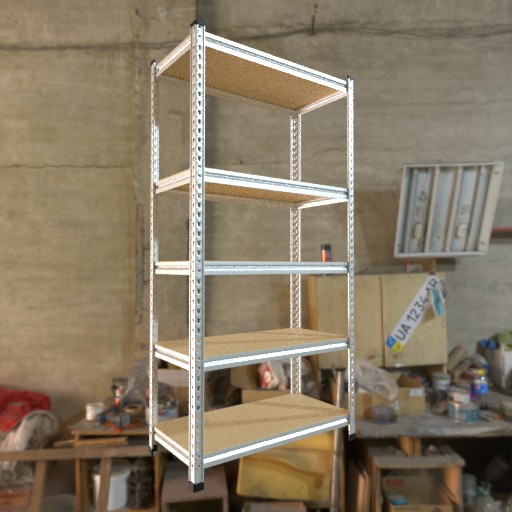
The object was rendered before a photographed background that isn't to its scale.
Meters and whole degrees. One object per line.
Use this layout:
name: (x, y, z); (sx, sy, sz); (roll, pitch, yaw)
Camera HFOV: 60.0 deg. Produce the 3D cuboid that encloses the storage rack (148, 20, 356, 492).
storage rack: (0.000, 0.000, 2.162); (0.914, 1.829, 0.457); (1, -2, -36)
